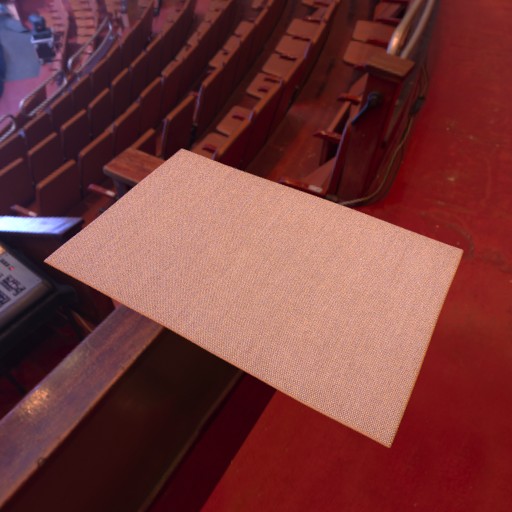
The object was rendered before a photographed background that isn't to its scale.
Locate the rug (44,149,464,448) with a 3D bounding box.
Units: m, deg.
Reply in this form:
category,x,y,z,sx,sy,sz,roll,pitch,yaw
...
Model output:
category,x,y,z,sx,sy,sz,roll,pitch,yaw
rug,0.000,0.000,2.091,1.678,0.013,1.078,23,52,20
